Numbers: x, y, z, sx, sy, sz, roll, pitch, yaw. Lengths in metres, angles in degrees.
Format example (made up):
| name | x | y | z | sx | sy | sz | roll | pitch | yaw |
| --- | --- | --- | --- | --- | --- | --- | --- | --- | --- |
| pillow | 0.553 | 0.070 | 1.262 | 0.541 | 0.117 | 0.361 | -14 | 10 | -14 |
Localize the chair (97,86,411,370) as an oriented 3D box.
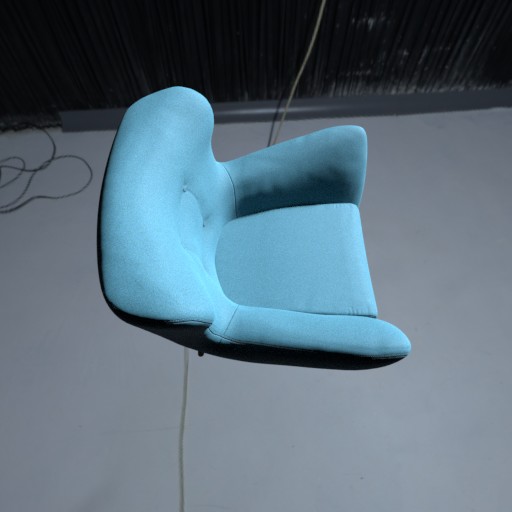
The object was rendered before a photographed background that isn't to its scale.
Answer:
| name | x | y | z | sx | sy | sz | roll | pitch | yaw |
| --- | --- | --- | --- | --- | --- | --- | --- | --- | --- |
| chair | 0.000 | 0.000 | 1.600 | 0.889 | 0.889 | 0.890 | -2 | 63 | -1 |
